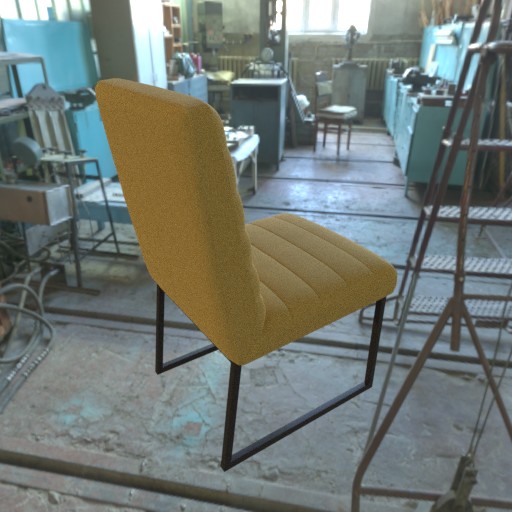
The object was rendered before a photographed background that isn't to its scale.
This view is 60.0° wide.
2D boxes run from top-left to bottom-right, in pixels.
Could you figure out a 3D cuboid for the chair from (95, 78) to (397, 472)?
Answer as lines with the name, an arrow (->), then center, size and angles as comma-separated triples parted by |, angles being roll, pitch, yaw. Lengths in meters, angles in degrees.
chair -> 0.000, 0.000, 1.247 | 0.634, 0.930, 0.520 | -17, 32, -30
